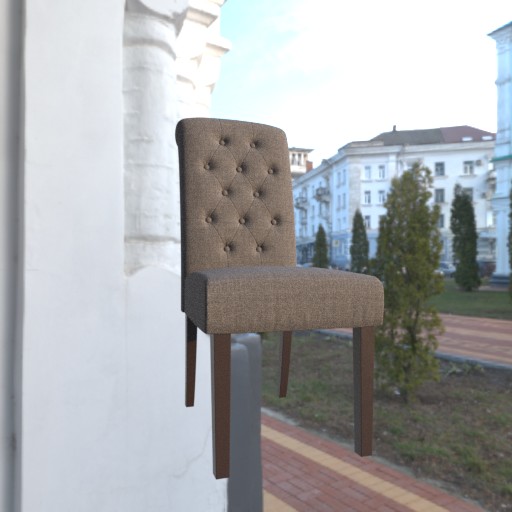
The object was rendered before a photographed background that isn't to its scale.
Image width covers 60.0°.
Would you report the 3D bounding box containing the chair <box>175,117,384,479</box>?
[{"bbox_3d":[0.000,0.000,1.360,0.456,1.006,0.671,0,-1,-18],"label":"chair"}]
